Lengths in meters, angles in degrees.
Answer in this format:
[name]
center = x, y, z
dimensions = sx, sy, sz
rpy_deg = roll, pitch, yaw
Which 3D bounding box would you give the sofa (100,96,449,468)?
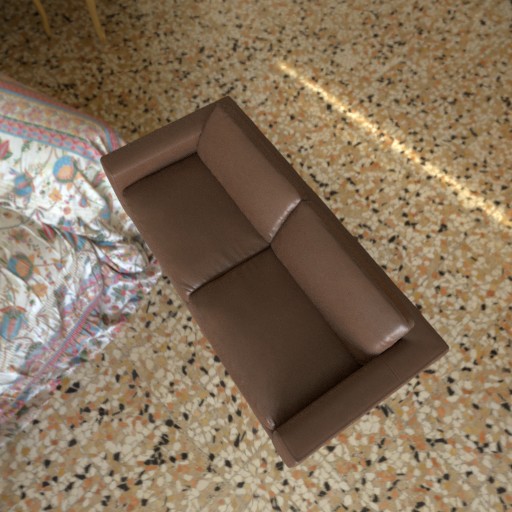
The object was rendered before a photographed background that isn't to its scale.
[sofa]
center = 0.000, 0.000, 2.826
dimensions = 1.070, 0.801, 2.262
rpy_deg = -31, 68, -14
